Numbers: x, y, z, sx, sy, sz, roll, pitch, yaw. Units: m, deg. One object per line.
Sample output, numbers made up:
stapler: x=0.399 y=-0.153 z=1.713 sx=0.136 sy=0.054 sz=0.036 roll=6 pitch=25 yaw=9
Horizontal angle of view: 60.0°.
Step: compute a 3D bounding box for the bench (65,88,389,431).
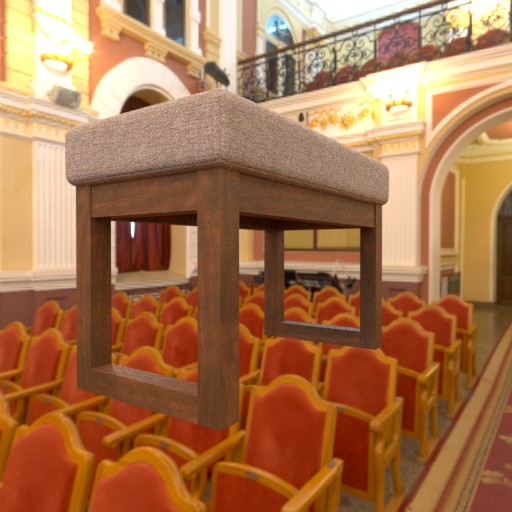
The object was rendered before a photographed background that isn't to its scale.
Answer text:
bench: x=0.000 y=0.000 z=0.957 sx=0.366 sy=0.467 sz=0.681 roll=1 pitch=1 yaw=35
